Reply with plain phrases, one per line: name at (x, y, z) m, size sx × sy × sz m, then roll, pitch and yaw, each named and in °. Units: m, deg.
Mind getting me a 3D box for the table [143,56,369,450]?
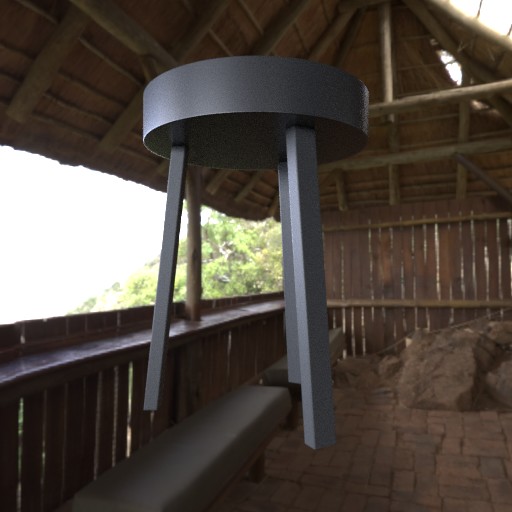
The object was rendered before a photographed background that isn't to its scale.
table at (0.000, 0.000, 0.822) m, size 0.406 × 0.559 × 0.406 m, roll 0°, pitch 0°, yaw 0°
